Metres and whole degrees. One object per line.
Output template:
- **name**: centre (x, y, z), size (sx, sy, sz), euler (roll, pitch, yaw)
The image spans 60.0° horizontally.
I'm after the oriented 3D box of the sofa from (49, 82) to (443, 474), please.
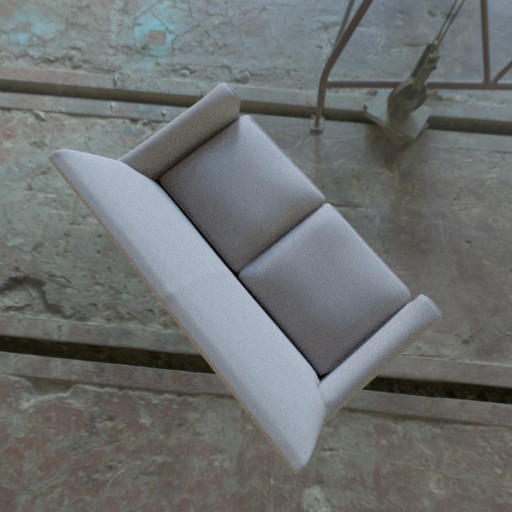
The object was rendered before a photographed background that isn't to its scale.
- **sofa**: centre (0.000, 0.000, 2.067), size (0.888, 0.890, 1.482), euler (-39, 79, -9)
